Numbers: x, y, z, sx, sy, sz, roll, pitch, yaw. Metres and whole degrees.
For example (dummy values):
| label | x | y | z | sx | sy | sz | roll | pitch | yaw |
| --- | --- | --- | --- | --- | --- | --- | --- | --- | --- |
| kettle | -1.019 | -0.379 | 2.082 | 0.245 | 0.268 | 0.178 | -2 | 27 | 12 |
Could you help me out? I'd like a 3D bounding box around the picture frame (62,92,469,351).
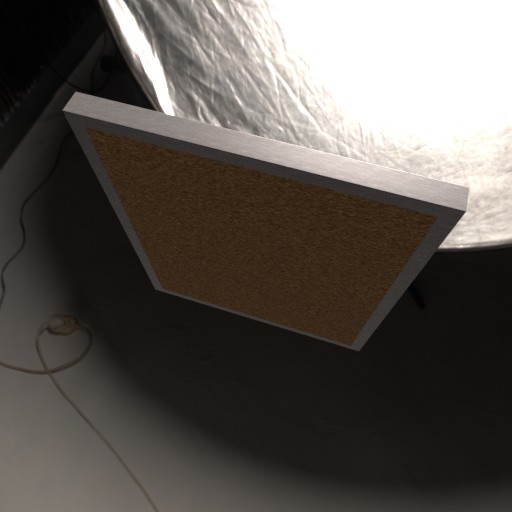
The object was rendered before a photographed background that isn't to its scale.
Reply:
| label | x | y | z | sx | sy | sz | roll | pitch | yaw |
| --- | --- | --- | --- | --- | --- | --- | --- | --- | --- |
| picture frame | 0.000 | 0.000 | 0.517 | 0.327 | 0.378 | 0.027 | 16 | 64 | 8 |
